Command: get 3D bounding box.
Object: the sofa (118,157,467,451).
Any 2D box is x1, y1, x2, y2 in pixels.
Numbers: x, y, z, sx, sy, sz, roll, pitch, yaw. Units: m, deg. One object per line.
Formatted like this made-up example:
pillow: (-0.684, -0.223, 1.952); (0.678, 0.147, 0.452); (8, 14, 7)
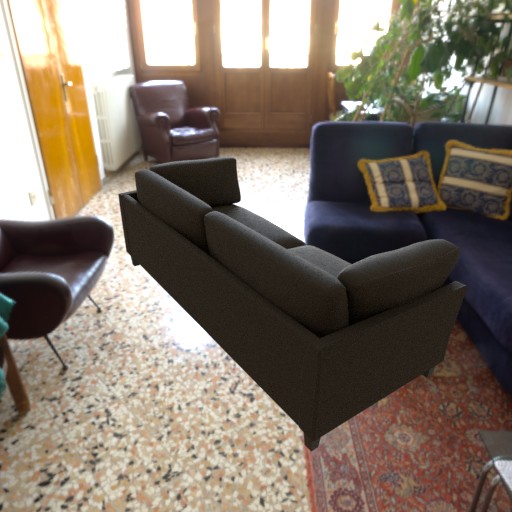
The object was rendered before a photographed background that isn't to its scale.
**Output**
sofa: (0.000, 0.000, 2.836); (0.969, 0.792, 2.312); (-17, 32, -31)
